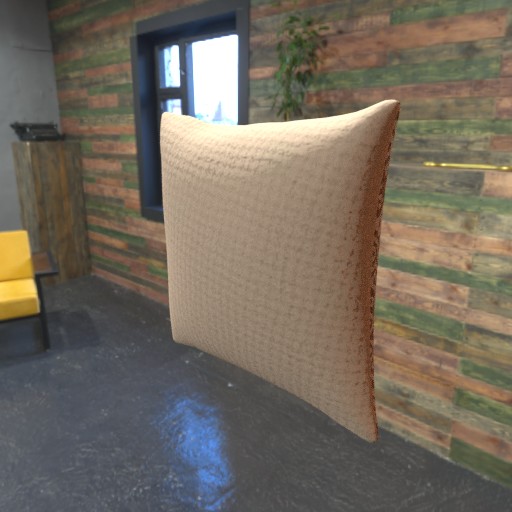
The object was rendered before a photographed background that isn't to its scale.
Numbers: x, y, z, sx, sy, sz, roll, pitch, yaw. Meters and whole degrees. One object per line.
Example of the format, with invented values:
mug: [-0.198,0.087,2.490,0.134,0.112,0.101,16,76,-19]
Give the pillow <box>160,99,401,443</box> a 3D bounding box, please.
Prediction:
pillow: [0.000,0.000,0.637,0.419,0.407,0.173,14,21,42]
